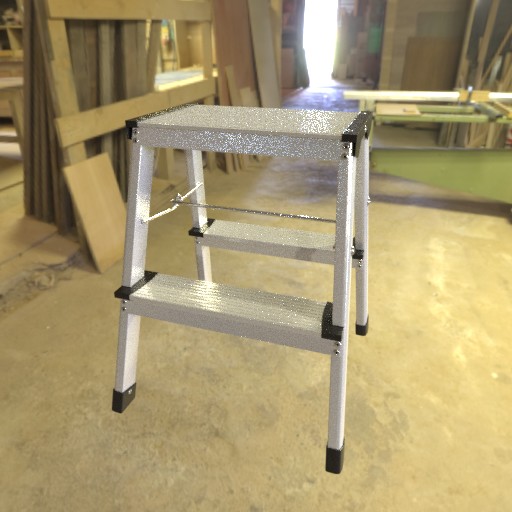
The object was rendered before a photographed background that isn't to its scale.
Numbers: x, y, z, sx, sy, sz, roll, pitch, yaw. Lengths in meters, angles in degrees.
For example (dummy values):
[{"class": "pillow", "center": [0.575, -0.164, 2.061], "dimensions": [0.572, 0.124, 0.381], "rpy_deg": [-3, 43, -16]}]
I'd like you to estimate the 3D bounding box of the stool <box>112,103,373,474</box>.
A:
[{"class": "stool", "center": [0.000, 0.000, 0.784], "dimensions": [0.404, 0.480, 0.405], "rpy_deg": [8, 28, 17]}]
